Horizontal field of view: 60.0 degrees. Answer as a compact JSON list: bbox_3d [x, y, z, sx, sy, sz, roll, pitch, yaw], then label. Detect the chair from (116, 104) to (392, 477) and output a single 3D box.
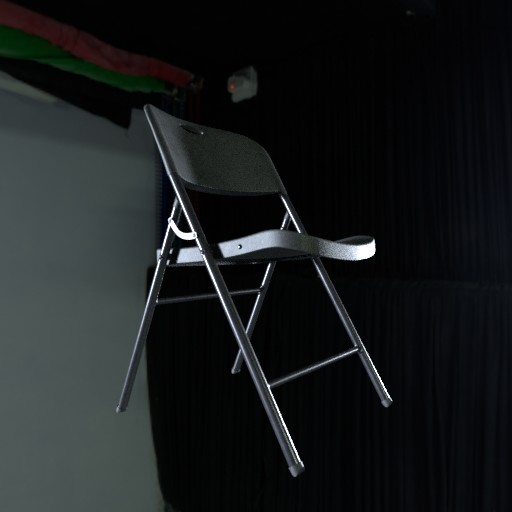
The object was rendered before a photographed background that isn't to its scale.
[{"bbox_3d":[0.000,0.000,1.175,0.566,0.810,0.494,0,1,37],"label":"chair"}]
